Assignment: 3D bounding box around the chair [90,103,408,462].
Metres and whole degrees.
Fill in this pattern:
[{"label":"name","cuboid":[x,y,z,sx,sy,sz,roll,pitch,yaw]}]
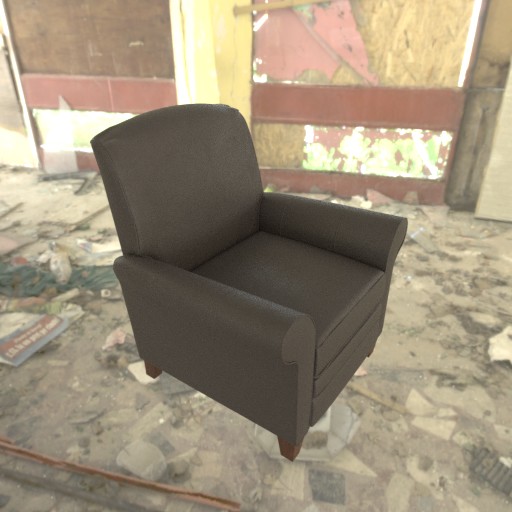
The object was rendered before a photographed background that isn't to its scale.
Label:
[{"label":"chair","cuboid":[0.000,0.000,1.758,0.902,1.061,0.978,19,33,31]}]
